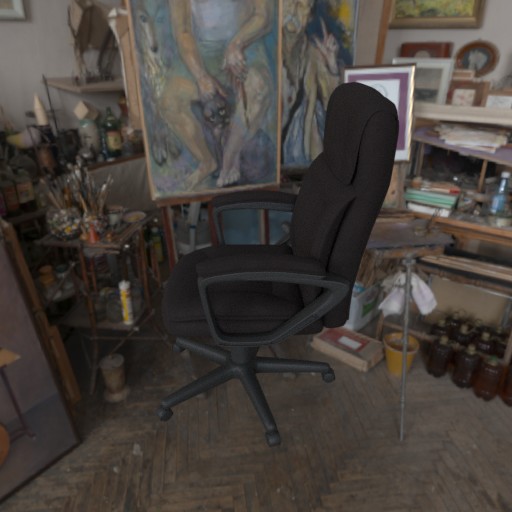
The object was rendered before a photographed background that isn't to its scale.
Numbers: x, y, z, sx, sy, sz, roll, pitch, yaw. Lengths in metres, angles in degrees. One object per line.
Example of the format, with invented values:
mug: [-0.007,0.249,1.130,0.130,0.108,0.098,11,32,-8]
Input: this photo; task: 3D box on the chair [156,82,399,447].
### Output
chair: [0.000,0.000,1.520,0.724,1.105,0.667,0,26,-1]
